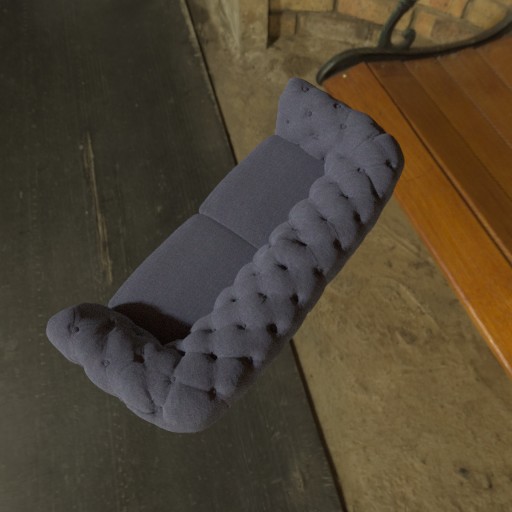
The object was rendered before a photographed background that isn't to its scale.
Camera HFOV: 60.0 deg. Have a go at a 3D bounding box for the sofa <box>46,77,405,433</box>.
[{"bbox_3d":[0.000,0.000,2.850,1.046,0.836,2.335,34,68,16],"label":"sofa"}]
